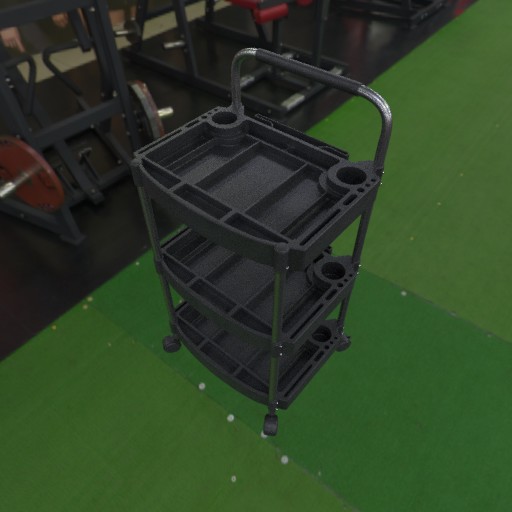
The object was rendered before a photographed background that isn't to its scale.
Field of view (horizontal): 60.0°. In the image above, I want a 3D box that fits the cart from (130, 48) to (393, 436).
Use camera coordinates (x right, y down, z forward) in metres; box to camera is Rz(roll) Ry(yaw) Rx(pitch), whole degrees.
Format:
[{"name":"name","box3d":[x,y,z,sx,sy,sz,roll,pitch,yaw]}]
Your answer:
[{"name":"cart","box3d":[0.000,0.000,1.397,0.584,1.075,0.518,32,54,26]}]
